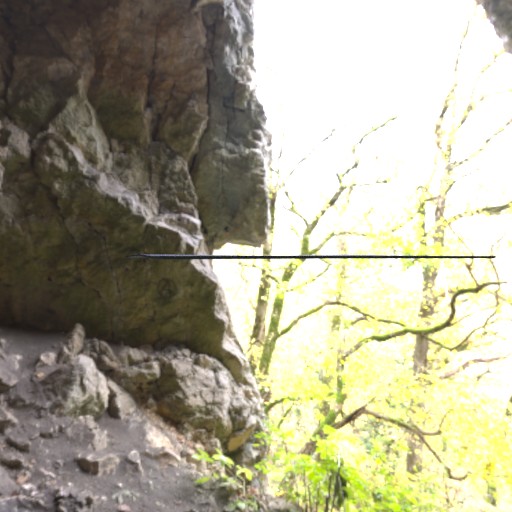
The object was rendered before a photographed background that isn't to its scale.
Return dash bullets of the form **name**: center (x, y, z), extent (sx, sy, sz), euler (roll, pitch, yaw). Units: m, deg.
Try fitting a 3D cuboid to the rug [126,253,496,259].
- **rug**: center (0.000, 0.000, 2.177), extent (1.145, 0.021, 1.777), euler (0, 0, -19)
